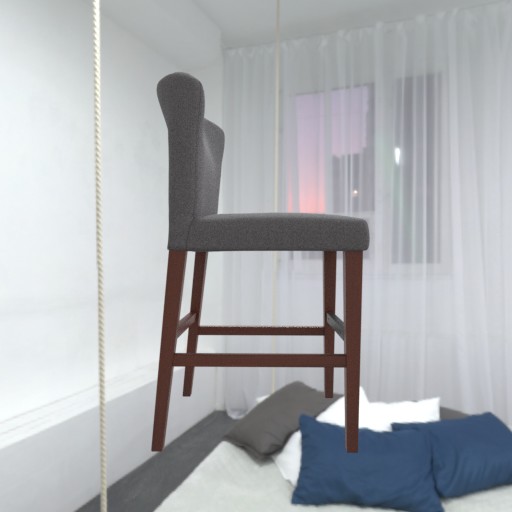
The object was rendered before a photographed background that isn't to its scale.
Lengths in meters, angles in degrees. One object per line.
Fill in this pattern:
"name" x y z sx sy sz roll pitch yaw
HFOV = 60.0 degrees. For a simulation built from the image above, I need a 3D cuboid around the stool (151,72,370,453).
"stool" 0.000 0.000 1.310 0.568 0.968 0.481 0 1 1
